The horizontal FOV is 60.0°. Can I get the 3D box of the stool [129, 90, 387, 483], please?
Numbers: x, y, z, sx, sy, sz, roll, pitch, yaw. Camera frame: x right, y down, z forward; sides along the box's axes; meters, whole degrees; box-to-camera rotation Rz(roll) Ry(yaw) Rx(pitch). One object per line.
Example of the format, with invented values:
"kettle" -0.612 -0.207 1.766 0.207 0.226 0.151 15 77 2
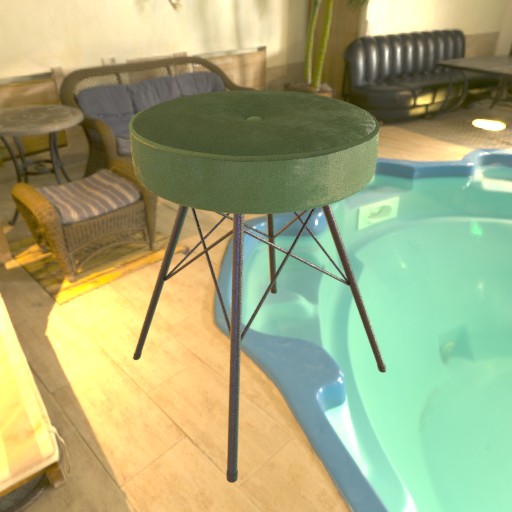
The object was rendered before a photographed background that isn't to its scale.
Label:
"stool" 0.000 0.000 0.915 0.457 0.595 0.430 -22 38 -32
